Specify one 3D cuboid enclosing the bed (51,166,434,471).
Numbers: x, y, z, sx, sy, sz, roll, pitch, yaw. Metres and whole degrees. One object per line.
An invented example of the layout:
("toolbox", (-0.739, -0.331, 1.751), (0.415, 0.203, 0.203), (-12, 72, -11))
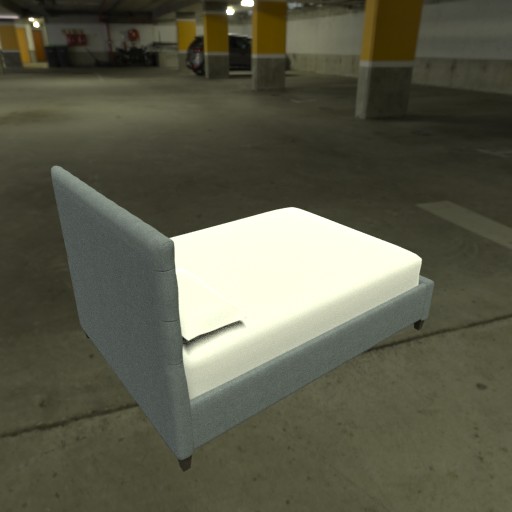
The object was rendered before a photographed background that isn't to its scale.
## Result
("bed", (0.000, 0.000, 3.396), (2.335, 1.411, 1.698), (-18, 31, -34))
